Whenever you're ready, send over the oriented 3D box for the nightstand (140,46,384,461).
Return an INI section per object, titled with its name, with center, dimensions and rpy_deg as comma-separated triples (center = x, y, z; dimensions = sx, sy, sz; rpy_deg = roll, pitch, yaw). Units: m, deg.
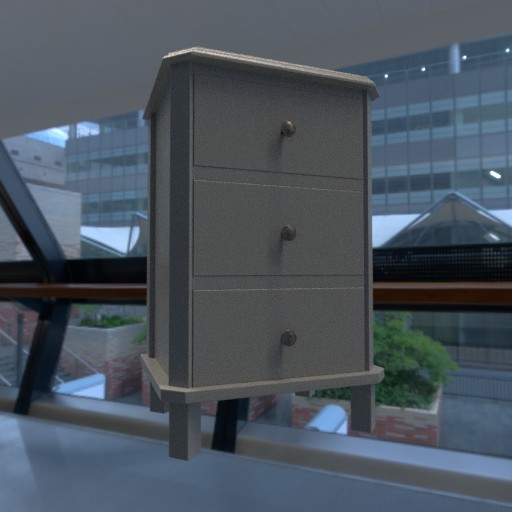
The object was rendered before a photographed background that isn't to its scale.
[nightstand]
center = 0.000, 0.000, 0.934
dimensions = 0.435, 0.680, 0.348
rpy_deg = 1, -2, -20
